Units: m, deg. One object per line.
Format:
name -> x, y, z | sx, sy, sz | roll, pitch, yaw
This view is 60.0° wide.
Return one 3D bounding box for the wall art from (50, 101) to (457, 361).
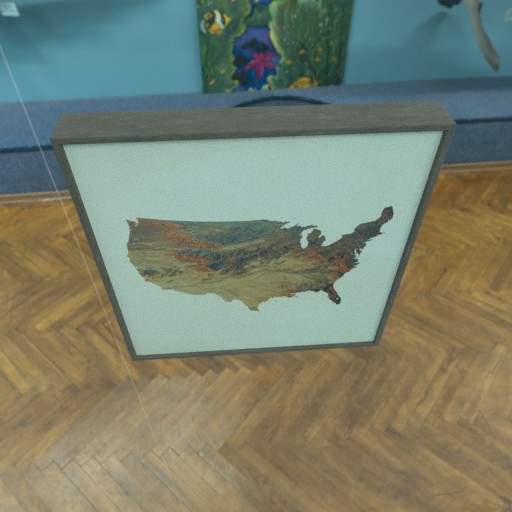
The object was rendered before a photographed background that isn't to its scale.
wall art -> 0.000, 0.000, 0.449 | 0.303, 0.302, 0.038 | -3, 45, -3
